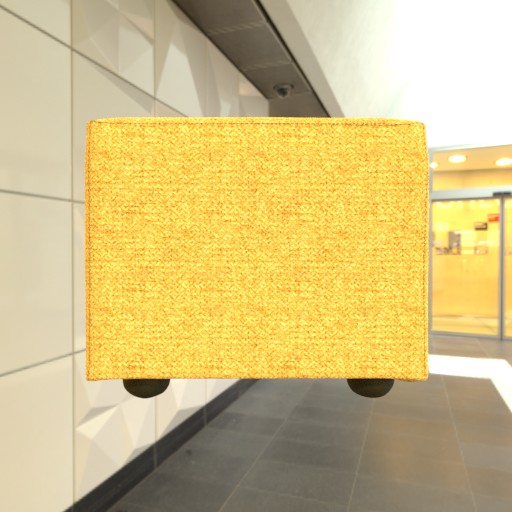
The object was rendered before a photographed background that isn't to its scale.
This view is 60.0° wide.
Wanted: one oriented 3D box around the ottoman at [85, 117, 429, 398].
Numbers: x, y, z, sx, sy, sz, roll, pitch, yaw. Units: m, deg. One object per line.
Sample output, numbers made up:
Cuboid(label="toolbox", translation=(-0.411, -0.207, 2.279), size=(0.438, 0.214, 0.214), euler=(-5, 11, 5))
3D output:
Cuboid(label="ottoman", translation=(0.000, 0.000, 0.879), size=(0.512, 0.441, 0.505), euler=(0, 1, 0))
